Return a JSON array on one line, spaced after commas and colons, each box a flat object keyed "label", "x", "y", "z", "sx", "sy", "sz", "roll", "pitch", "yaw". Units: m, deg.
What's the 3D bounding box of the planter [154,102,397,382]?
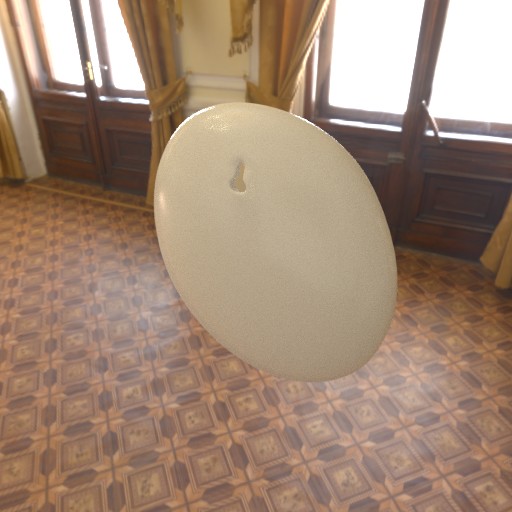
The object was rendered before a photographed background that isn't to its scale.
[{"label": "planter", "x": 0.000, "y": 0.000, "z": 0.284, "sx": 0.185, "sy": 0.188, "sz": 0.043, "roll": 21, "pitch": 36, "yaw": 31}]
